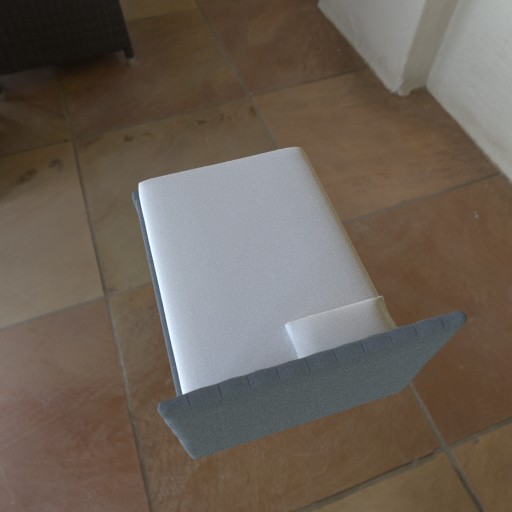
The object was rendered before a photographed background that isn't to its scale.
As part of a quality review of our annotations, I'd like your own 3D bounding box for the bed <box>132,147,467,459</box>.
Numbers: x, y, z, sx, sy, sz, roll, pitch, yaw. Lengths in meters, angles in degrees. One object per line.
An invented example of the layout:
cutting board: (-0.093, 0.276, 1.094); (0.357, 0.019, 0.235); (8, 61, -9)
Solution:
bed: (0.000, 0.000, 3.412); (1.698, 1.411, 2.335); (-15, 59, -9)
